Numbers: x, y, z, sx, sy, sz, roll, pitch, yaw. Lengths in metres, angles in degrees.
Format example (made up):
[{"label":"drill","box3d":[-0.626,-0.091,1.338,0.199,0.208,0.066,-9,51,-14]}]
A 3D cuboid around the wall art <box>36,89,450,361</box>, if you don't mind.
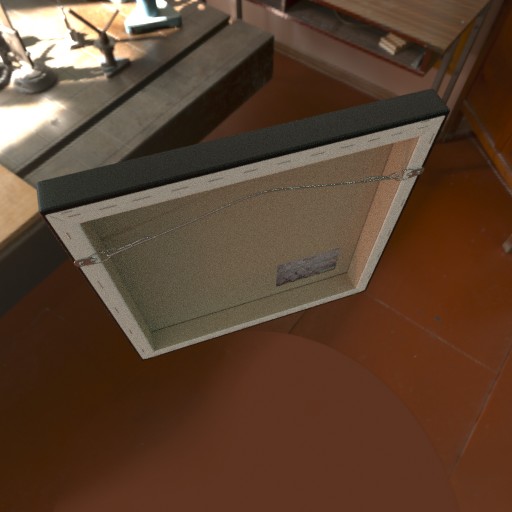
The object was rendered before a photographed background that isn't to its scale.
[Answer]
[{"label":"wall art","box3d":[0.000,0.000,0.595,0.406,0.407,0.041,-16,60,-9]}]
